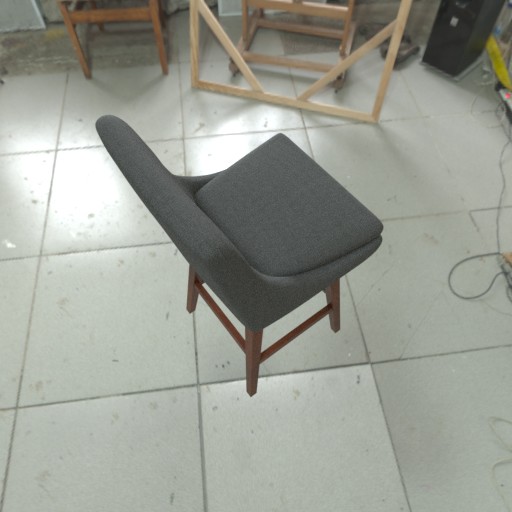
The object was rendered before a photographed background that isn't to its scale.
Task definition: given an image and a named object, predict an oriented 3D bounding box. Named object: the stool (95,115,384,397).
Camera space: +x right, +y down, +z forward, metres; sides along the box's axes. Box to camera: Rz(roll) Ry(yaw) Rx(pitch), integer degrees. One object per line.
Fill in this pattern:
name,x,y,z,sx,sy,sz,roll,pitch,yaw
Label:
stool,0.000,0.000,1.259,0.524,0.977,0.447,-32,63,-19
